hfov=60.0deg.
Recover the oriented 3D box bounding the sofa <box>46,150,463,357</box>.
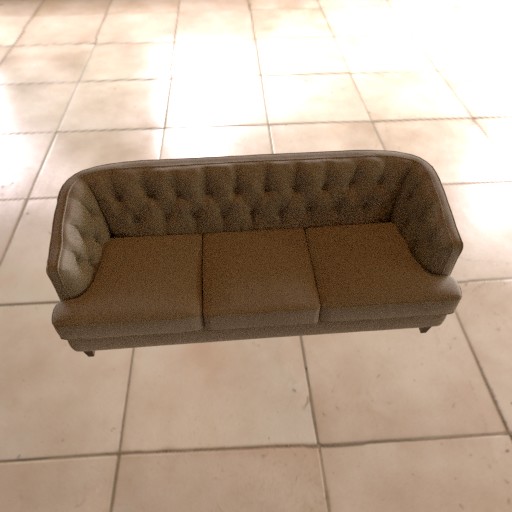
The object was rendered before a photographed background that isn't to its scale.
[{"bbox_3d":[0.000,0.000,2.733,2.278,0.855,0.941,-3,48,-3],"label":"sofa"}]
